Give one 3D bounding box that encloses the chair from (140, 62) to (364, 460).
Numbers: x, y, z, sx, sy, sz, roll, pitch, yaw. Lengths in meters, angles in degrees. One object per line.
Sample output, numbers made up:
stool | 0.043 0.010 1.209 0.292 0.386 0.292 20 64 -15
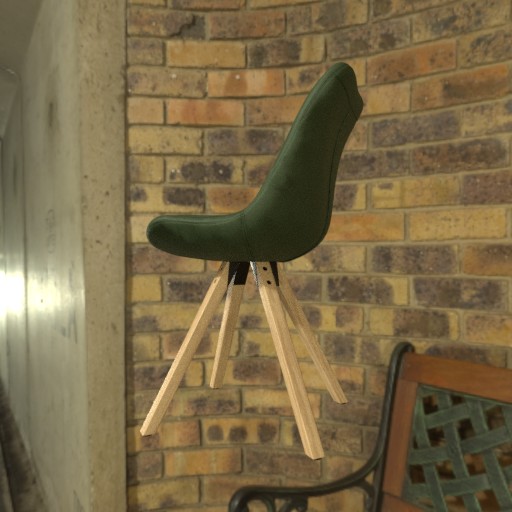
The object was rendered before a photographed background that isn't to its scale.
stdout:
chair | 0.000 0.000 1.193 0.547 0.865 0.483 0 0 19
